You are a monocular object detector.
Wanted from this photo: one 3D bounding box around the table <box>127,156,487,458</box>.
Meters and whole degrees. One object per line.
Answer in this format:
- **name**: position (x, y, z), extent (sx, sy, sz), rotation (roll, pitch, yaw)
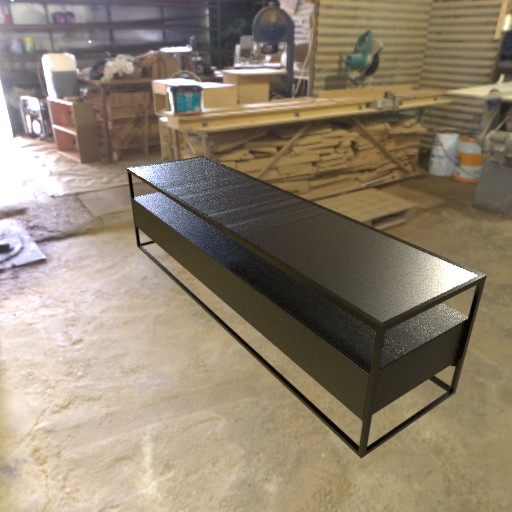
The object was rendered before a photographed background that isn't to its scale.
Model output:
- **table**: position (0.000, 0.000, 1.654), extent (0.399, 0.395, 1.486), rotation (-17, 31, -31)
